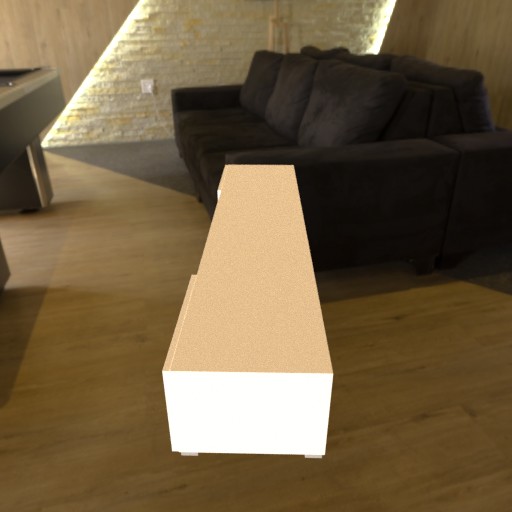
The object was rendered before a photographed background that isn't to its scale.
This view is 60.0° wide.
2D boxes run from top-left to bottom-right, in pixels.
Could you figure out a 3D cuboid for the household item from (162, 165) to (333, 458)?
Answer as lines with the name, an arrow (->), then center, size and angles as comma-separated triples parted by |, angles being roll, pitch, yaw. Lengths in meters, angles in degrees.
household item -> 0.000, 0.000, 1.980 | 0.420, 0.310, 1.850 | 1, 27, 1
